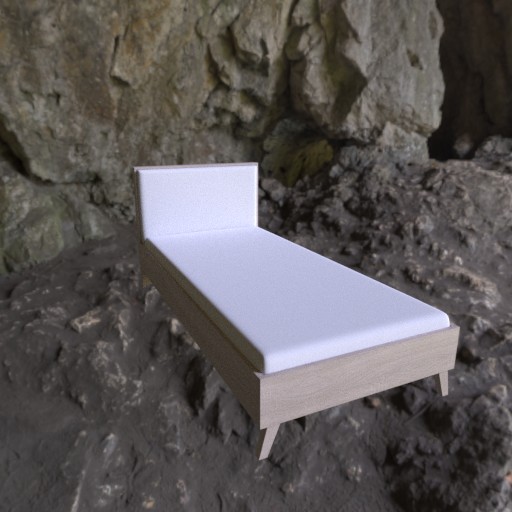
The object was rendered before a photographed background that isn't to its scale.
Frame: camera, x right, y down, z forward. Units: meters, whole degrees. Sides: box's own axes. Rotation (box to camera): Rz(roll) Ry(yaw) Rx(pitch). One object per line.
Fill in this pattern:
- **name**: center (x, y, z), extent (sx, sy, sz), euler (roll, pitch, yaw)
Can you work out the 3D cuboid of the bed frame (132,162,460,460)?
- **bed frame**: center (0.000, 0.000, 2.662), extent (0.990, 0.920, 2.140), euler (-8, 18, -24)
